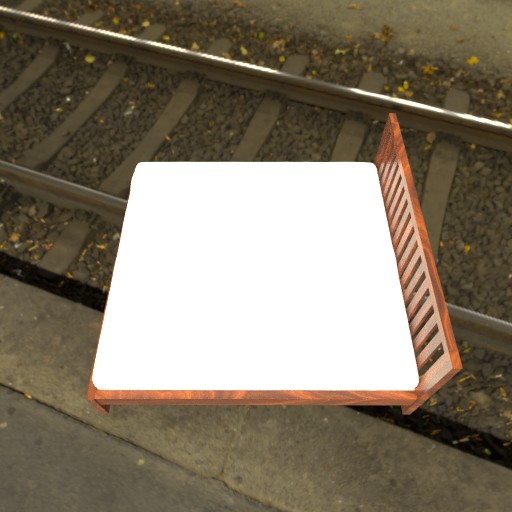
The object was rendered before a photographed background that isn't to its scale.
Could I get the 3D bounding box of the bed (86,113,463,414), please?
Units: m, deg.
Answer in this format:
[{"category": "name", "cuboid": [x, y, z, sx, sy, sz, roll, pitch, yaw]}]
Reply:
[{"category": "bed", "cuboid": [0.000, 0.000, 3.071, 2.030, 0.890, 1.905, 0, 56, 0]}]
